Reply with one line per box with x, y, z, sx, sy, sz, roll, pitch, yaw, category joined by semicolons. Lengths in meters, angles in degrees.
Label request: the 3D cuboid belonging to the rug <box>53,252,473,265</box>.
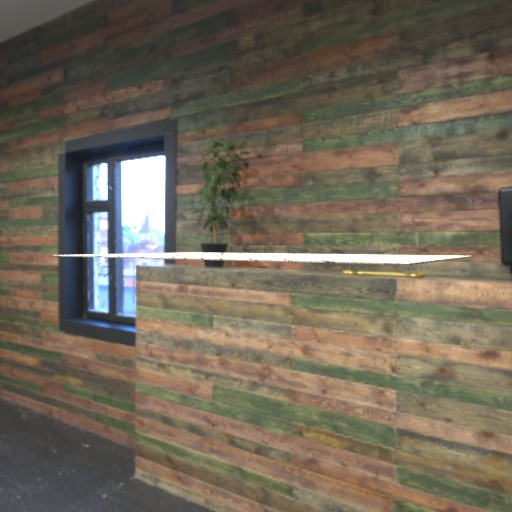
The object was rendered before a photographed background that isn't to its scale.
0.000;0.000;2.455;2.006;0.008;1.196;1;2;35;rug
